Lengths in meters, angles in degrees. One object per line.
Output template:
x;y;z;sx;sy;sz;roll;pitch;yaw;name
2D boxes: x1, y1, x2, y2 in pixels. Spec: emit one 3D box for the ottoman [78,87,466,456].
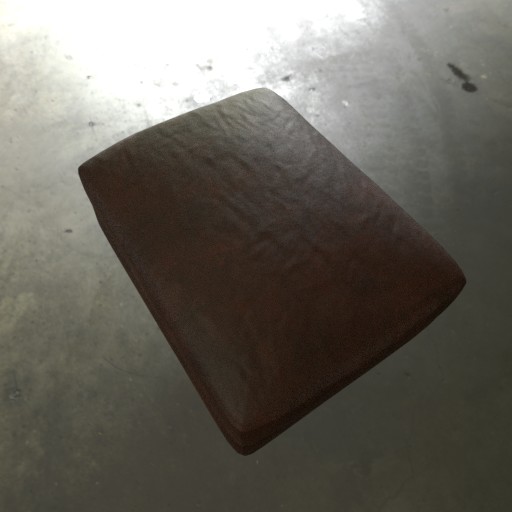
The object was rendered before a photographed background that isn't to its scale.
0.000;0.000;1.264;0.659;0.527;0.887;-29;62;-17;ottoman
